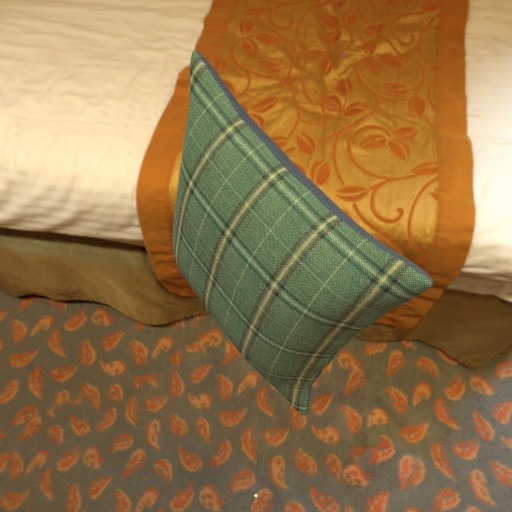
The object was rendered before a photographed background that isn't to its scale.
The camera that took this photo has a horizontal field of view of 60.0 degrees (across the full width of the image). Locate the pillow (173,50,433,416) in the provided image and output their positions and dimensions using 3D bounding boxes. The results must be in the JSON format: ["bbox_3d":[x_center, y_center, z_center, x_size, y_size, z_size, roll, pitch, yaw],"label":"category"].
[{"bbox_3d":[0.000,0.000,0.710,0.200,0.430,0.453,-33,66,-16],"label":"pillow"}]
